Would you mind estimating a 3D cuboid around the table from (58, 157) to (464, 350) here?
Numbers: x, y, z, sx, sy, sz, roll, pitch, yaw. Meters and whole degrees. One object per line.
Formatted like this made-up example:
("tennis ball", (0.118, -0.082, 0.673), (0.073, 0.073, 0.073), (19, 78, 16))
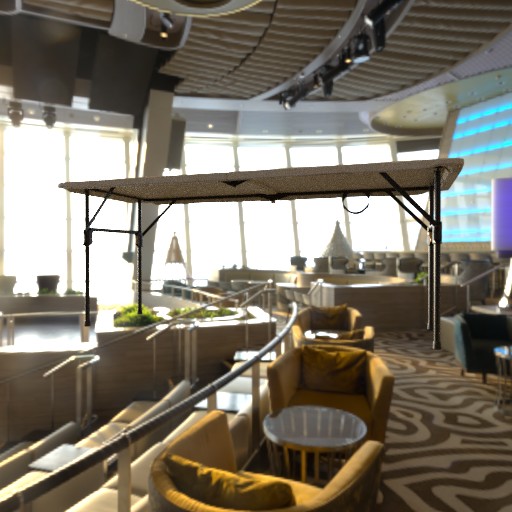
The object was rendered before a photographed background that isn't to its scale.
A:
("table", (0.000, 0.000, 2.225), (1.829, 0.719, 0.761), (0, 1, 19))
